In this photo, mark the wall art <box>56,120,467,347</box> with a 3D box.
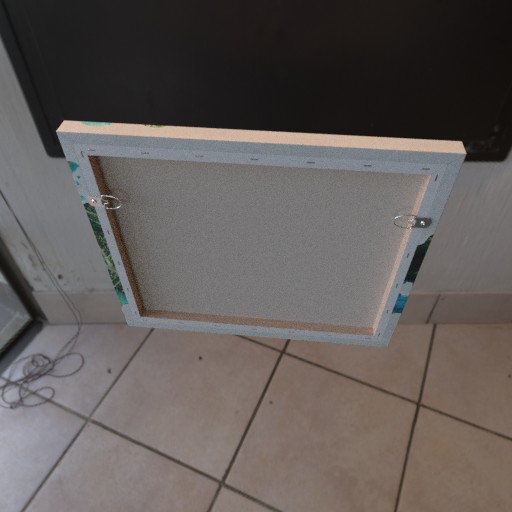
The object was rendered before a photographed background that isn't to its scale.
[{"bbox_3d":[0.000,0.000,0.997,0.711,0.610,0.043,4,47,4],"label":"wall art"}]
